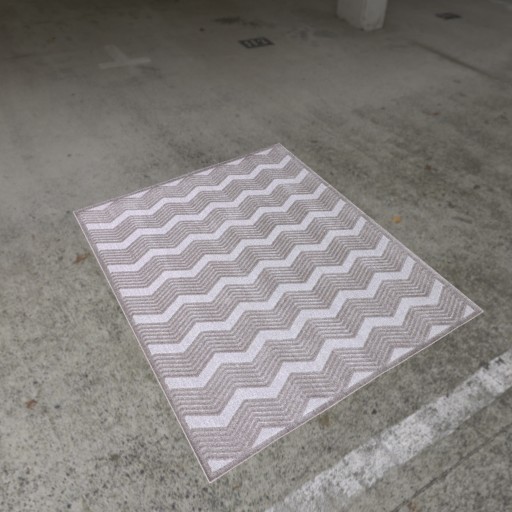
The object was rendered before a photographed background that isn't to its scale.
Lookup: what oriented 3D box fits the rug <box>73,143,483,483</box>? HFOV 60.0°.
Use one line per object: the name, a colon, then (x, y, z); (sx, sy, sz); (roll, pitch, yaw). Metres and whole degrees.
rug: (0.000, 0.000, 3.864); (2.391, 0.005, 2.880); (-24, 50, -22)
